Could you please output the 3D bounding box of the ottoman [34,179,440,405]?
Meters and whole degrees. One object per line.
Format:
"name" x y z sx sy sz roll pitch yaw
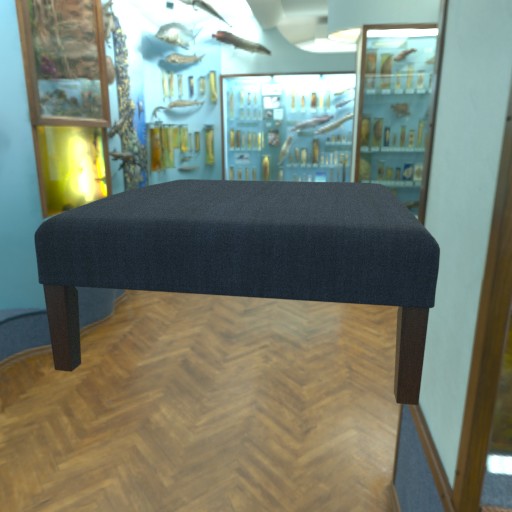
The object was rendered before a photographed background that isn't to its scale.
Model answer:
"ottoman" 0.000 0.000 1.392 0.889 0.411 0.890 3 16 10
